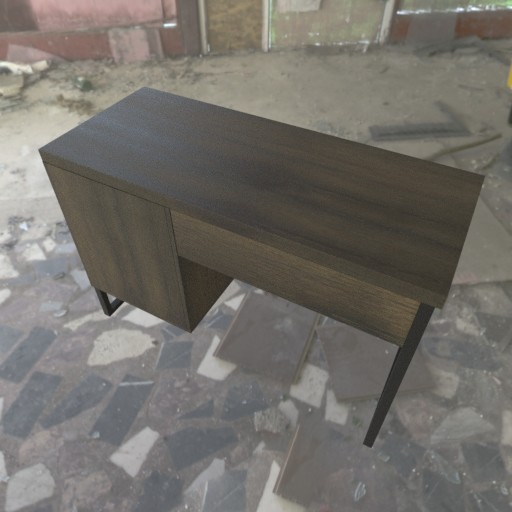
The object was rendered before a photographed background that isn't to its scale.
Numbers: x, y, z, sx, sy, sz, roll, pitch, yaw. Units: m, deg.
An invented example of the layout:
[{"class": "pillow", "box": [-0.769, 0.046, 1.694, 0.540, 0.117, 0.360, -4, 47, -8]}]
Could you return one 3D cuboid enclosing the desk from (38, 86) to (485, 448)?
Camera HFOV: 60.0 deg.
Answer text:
[{"class": "desk", "box": [0.000, 0.000, 1.486, 1.134, 0.752, 0.511, 21, 48, 20]}]
